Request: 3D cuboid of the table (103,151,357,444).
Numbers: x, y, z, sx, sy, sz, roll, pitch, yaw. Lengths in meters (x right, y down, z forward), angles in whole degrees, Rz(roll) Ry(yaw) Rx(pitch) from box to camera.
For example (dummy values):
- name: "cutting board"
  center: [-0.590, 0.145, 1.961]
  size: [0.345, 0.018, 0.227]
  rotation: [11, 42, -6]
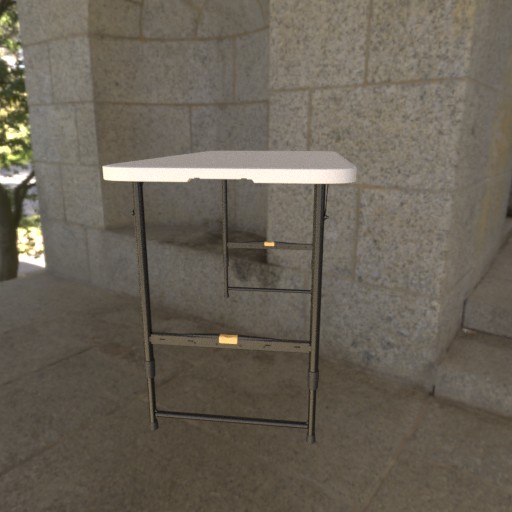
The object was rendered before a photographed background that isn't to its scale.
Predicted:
- name: "table"
  center: [0.000, 0.000, 1.671]
  size: [0.611, 0.737, 1.245]
  rotation: [2, 15, 7]
